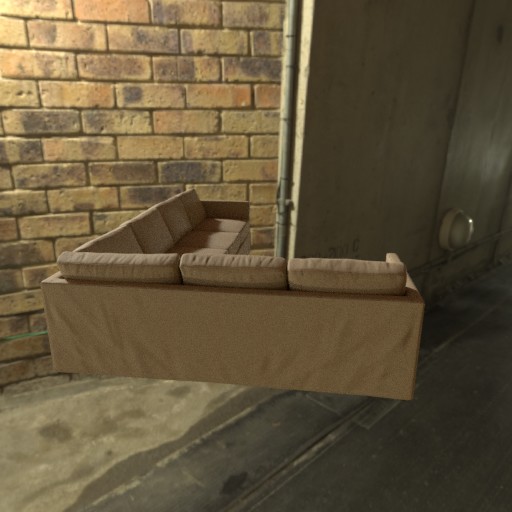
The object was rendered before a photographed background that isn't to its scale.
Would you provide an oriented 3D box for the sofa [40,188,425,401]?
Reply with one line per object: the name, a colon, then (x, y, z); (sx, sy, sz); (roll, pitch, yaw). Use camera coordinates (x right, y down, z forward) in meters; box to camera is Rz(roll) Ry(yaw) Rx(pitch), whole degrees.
sofa: (0.000, 0.000, 4.284); (2.432, 0.871, 3.182); (2, 17, 7)
